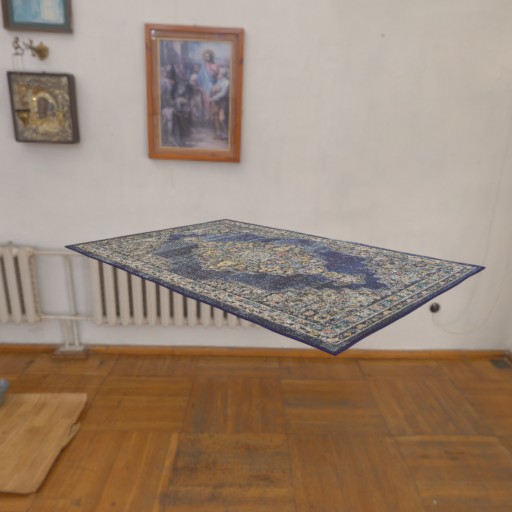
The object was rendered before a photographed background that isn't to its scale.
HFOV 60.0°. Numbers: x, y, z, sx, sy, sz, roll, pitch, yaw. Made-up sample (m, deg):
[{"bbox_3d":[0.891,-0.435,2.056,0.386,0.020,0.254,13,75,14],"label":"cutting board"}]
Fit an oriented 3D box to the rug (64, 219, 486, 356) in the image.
[{"bbox_3d":[0.000,0.000,2.213,1.781,0.012,1.184,14,21,43],"label":"rug"}]
